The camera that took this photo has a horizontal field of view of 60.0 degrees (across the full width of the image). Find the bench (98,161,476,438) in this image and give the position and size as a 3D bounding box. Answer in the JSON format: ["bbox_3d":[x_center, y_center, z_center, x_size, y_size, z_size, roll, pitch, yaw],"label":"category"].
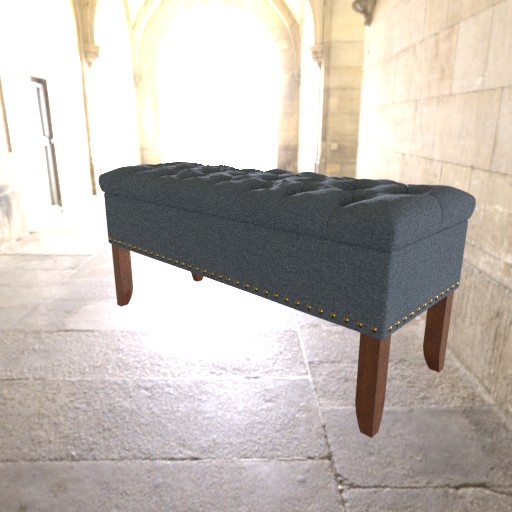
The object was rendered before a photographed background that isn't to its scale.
[{"bbox_3d":[0.000,0.000,1.305,1.052,0.492,0.417,15,23,41],"label":"bench"}]
